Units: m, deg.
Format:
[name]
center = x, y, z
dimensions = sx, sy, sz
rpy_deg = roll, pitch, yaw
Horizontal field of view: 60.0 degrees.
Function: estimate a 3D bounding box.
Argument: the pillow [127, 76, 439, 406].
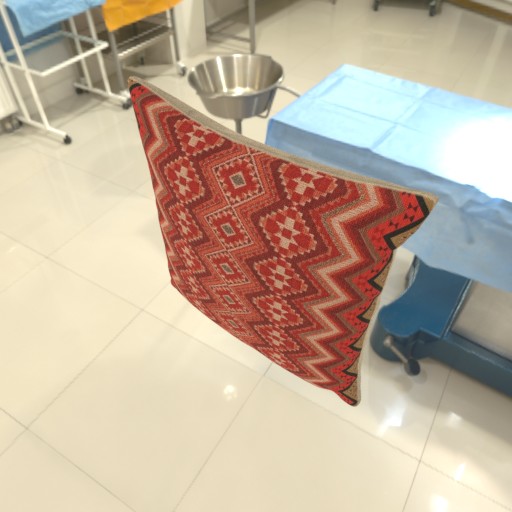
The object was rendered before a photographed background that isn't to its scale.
[pillow]
center = 0.000, 0.000, 0.779
dimensions = 0.513, 0.511, 0.158
rpy_deg = 29, 53, 25
